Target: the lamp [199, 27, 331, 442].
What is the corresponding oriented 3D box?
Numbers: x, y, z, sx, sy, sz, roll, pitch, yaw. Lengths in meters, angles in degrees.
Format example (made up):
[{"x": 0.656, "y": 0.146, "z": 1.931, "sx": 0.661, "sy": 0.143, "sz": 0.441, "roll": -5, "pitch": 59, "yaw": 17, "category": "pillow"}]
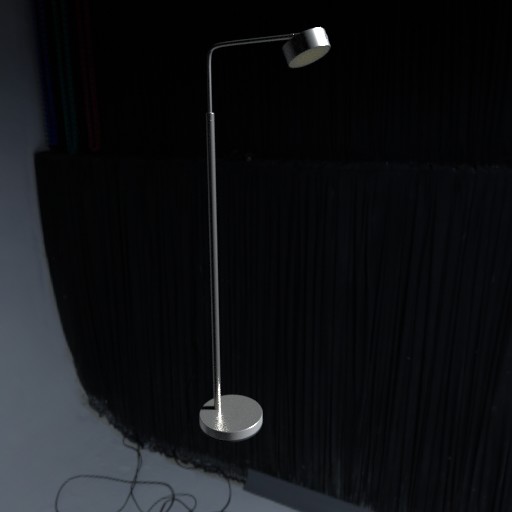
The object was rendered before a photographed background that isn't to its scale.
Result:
[{"x": 0.000, "y": 0.000, "z": 1.379, "sx": 0.421, "sy": 1.250, "sz": 0.222, "roll": 7, "pitch": 17, "yaw": 26, "category": "lamp"}]
